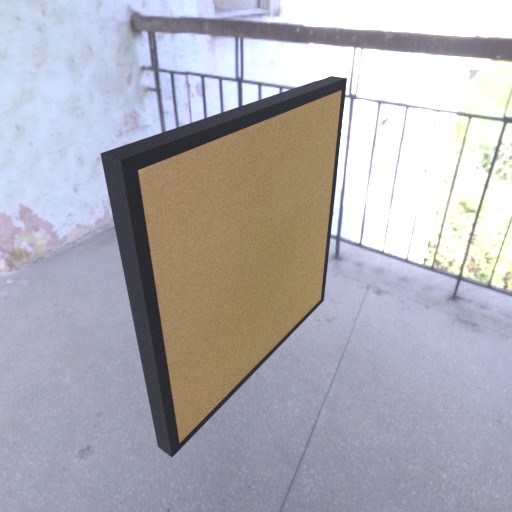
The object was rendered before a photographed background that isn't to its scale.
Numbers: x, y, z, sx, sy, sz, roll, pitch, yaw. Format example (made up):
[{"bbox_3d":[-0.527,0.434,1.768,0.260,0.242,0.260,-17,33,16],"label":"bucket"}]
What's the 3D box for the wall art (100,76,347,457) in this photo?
[{"bbox_3d":[0.000,0.000,0.767,0.033,0.507,0.508,22,39,30],"label":"wall art"}]
